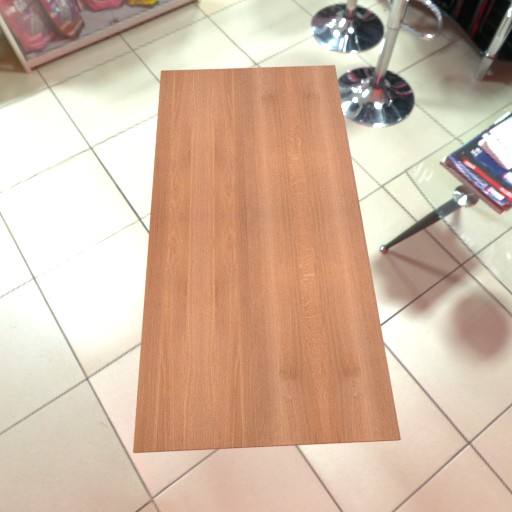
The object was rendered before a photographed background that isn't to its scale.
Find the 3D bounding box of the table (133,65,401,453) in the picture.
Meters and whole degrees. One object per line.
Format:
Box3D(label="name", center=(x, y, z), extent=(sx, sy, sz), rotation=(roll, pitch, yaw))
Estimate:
Box3D(label="table", center=(0.000, 0.000, 2.223), extent=(0.900, 0.750, 1.800), rotation=(-2, 64, -1))
